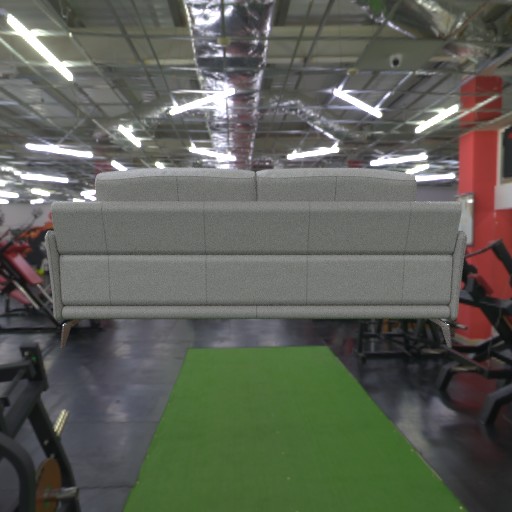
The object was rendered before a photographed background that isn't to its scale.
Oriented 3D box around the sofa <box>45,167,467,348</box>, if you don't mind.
[{"bbox_3d":[0.000,0.000,2.673,2.101,0.930,1.049,0,2,0],"label":"sofa"}]
